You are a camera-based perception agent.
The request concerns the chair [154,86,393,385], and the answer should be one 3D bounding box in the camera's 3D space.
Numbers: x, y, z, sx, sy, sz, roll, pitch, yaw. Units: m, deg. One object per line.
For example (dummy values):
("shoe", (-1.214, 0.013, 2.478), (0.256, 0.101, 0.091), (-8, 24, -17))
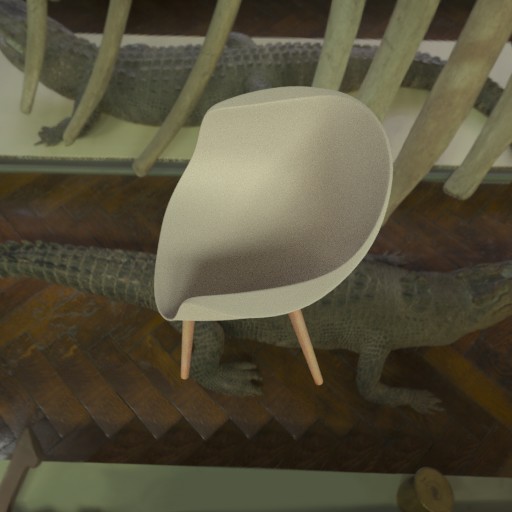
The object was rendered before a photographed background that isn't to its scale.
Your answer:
("chair", (0.000, 0.000, 1.162), (0.504, 0.781, 0.593), (1, 59, 1))
